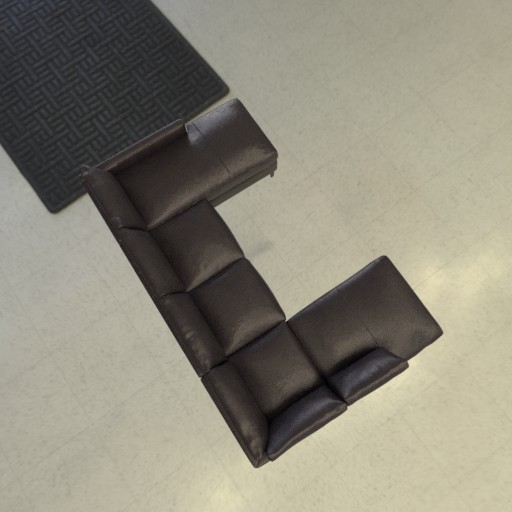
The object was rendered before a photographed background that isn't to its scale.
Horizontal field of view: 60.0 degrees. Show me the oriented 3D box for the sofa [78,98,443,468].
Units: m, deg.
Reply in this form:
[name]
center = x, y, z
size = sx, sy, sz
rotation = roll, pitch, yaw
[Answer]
[sofa]
center = 0.000, 0.000, 4.008
size = 1.939, 0.900, 2.956
rotation = -32, 78, -8
